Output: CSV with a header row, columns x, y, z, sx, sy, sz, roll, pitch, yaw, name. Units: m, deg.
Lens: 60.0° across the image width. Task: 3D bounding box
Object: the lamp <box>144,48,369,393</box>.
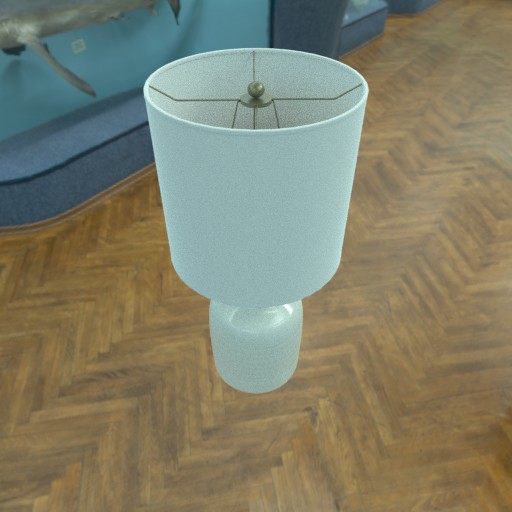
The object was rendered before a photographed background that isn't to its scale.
x,y,z,sx,sy,sz,roll,pitch,yaw,name
0.000,0.000,0.505,0.188,0.392,0.188,27,48,27,lamp
